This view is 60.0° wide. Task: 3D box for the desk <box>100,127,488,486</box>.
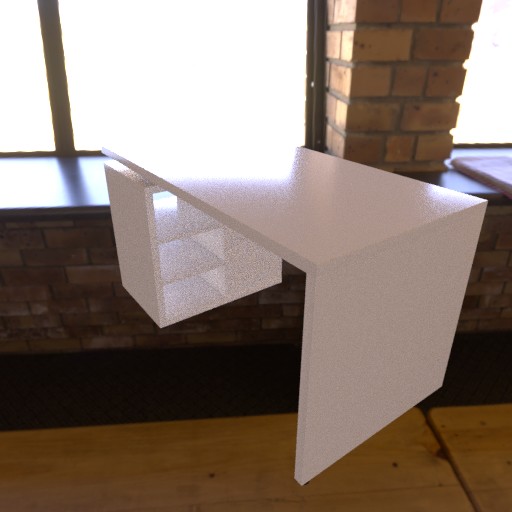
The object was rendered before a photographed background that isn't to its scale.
[{"bbox_3d":[0.000,0.000,1.810,0.690,0.740,1.400,-18,32,-32],"label":"desk"}]
